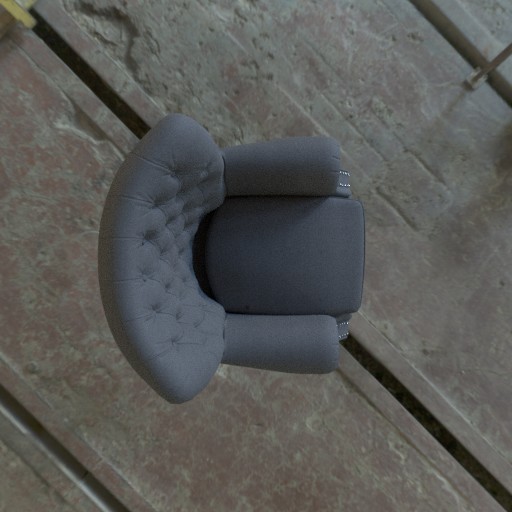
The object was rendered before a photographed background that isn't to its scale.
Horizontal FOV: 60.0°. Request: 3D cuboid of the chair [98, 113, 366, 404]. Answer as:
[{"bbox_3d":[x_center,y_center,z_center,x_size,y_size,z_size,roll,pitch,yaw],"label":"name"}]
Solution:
[{"bbox_3d":[0.000,0.000,1.843,0.983,1.046,0.983,0,92,-1],"label":"chair"}]
